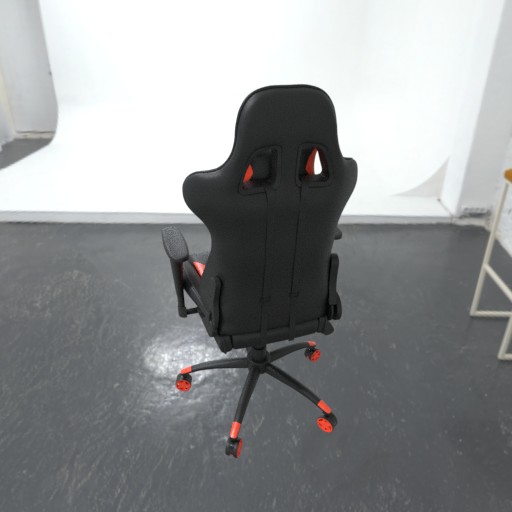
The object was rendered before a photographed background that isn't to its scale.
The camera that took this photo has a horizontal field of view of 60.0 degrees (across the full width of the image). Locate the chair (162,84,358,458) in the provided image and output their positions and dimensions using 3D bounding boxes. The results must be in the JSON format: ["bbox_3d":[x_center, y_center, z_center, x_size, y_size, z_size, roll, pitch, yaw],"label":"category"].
[{"bbox_3d":[0.000,0.000,1.694,0.695,1.282,0.730,-8,28,-16],"label":"chair"}]
